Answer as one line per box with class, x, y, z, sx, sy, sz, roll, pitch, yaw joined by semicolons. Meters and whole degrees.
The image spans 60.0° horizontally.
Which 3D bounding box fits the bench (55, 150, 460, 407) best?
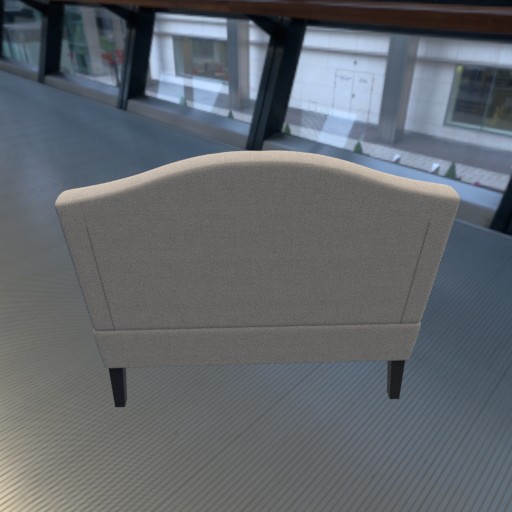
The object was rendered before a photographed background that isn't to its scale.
bench;0.000;0.000;1.990;1.335;1.180;0.815;-1;31;-2
